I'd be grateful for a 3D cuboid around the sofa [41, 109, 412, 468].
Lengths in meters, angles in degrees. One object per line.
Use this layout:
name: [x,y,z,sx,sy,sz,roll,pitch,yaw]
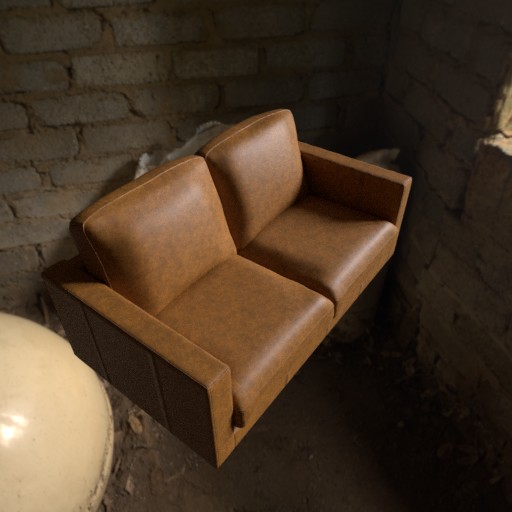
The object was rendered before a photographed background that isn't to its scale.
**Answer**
sofa: [0.000,0.000,2.121,0.909,0.951,1.578,26,46,28]
